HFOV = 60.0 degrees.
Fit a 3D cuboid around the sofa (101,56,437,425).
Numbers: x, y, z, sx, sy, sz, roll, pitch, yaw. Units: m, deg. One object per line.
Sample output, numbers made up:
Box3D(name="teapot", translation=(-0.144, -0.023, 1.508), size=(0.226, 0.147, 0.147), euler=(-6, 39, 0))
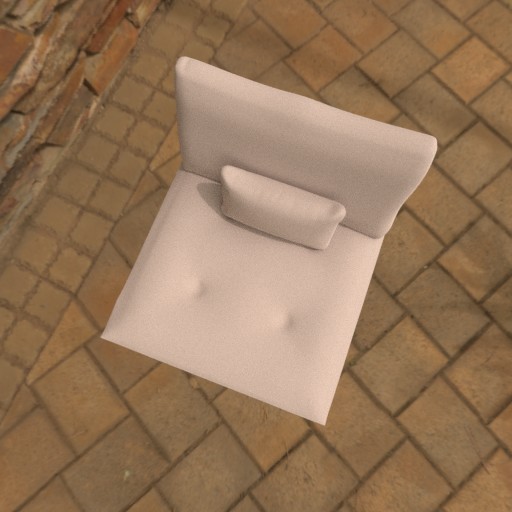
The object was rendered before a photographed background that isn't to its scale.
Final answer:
Box3D(name="sofa", translation=(0.000, 0.000, 1.708), size=(0.935, 0.828, 1.000), euler=(20, 76, 5))
